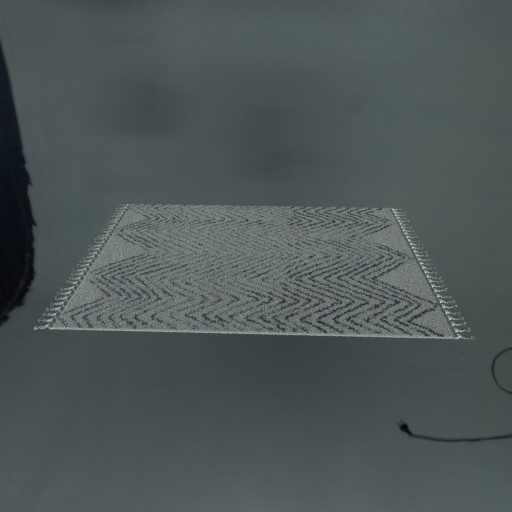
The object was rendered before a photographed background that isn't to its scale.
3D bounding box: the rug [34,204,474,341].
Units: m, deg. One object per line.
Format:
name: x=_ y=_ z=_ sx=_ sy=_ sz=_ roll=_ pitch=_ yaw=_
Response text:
rug: x=0.000 y=0.000 z=2.345 sx=1.847 sy=0.014 sz=1.230 roll=1 pitch=32 yaw=2
